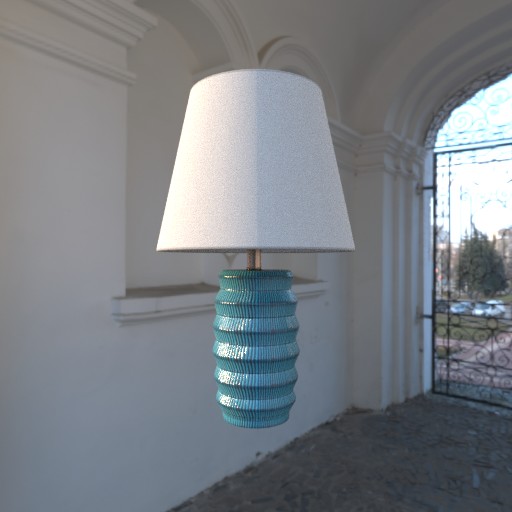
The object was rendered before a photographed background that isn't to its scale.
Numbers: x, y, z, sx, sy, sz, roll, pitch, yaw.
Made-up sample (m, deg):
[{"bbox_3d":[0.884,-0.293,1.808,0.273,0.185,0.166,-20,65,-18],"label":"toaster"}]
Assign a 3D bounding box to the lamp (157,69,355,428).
[{"bbox_3d":[0.000,0.000,0.808,0.355,0.582,0.355,0,-1,0],"label":"lamp"}]
